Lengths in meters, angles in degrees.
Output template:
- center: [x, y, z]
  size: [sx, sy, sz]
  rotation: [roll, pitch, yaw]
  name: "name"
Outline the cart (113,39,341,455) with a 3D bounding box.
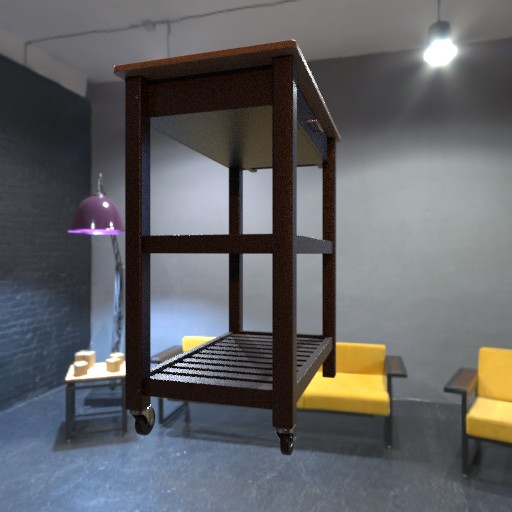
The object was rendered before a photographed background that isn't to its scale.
- center: [0.000, 0.000, 1.440]
  size: [0.457, 0.927, 0.899]
  rotation: [0, 0, 17]
  name: "cart"
